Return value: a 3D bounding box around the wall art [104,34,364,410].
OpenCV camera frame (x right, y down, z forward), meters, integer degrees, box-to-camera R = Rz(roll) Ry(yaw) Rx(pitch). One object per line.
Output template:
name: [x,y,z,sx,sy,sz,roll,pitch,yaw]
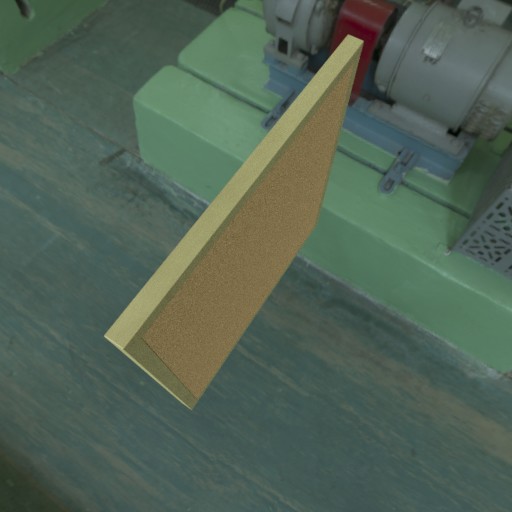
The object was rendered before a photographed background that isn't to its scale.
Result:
wall art: [0.000,0.000,1.125,0.037,0.763,0.763,30,68,13]
